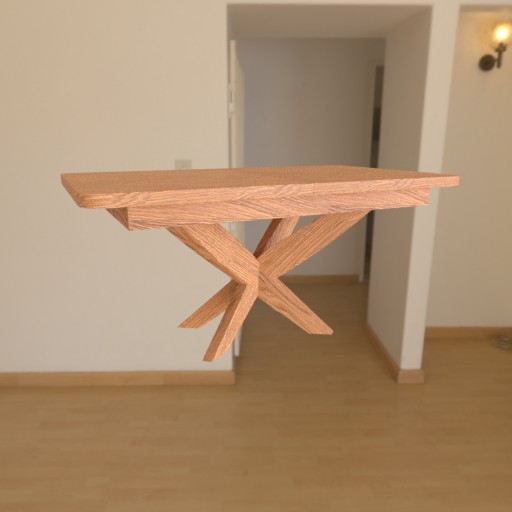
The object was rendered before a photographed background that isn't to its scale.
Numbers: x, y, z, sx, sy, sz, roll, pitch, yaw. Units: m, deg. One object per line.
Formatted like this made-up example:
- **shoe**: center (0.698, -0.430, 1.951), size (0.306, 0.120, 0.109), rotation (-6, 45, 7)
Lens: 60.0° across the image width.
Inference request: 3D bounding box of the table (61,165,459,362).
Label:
- **table**: center (0.000, 0.000, 2.122), size (1.600, 0.770, 0.950), rotation (-7, 16, -25)
